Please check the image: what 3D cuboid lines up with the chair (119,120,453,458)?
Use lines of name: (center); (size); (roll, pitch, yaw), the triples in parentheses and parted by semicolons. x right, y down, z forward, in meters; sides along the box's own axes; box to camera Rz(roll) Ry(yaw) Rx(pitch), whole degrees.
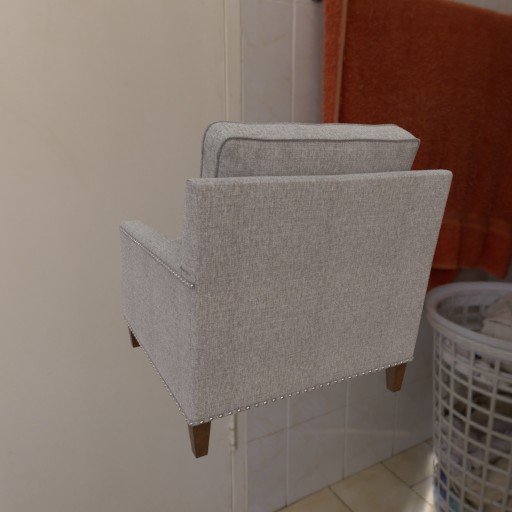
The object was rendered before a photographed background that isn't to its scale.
chair: (0.000, 0.000, 1.682); (0.853, 0.943, 1.014); (-7, 16, -27)
